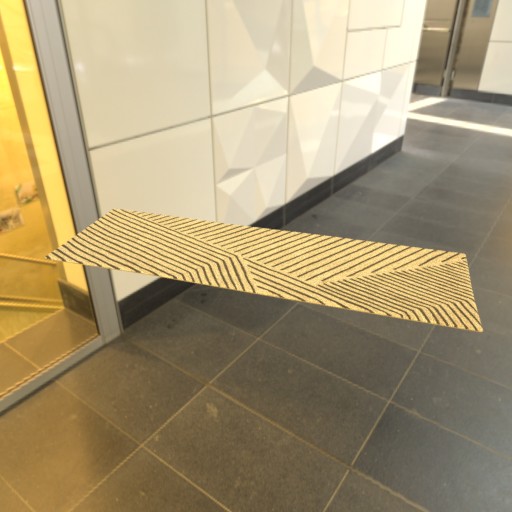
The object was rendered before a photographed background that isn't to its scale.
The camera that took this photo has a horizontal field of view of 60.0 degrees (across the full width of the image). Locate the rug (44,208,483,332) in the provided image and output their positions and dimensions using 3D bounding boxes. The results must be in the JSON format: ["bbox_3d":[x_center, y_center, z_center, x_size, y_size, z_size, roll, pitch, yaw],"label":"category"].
[{"bbox_3d":[0.000,0.000,2.685,2.439,0.020,0.773,8,31,14],"label":"rug"}]
